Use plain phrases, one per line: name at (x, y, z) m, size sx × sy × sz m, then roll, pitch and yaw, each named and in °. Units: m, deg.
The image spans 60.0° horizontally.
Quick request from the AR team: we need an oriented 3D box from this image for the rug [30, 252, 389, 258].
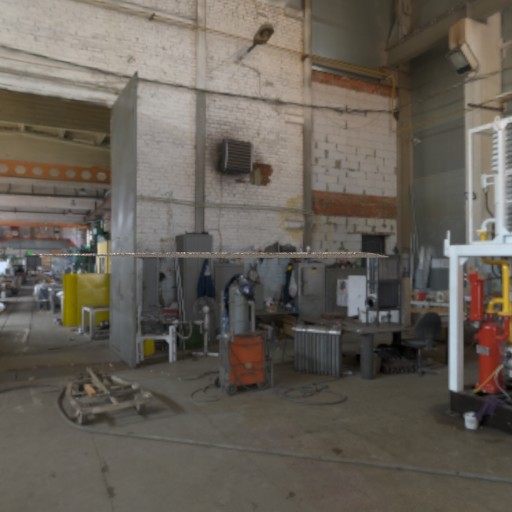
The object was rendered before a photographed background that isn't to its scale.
rug at (0.000, 0.000, 5.462) m, size 2.997 × 0.020 × 4.093 m, roll 0°, pitch -1°, yaw 19°
